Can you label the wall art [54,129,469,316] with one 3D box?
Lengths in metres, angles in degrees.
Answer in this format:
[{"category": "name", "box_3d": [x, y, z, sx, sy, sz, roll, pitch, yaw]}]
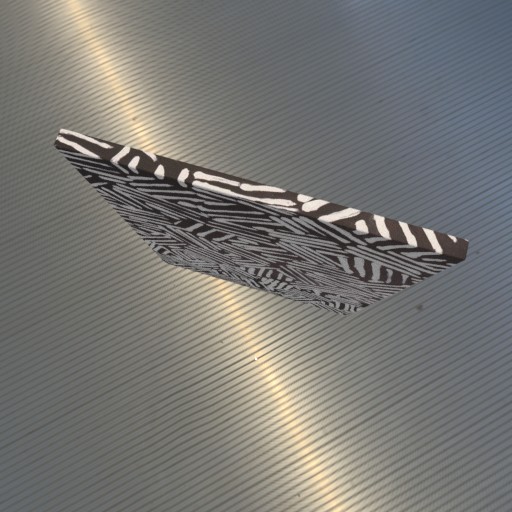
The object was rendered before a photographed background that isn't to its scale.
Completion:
[{"category": "wall art", "box_3d": [0.000, 0.000, 1.286, 0.765, 1.017, 0.038, 16, 77, 4]}]
